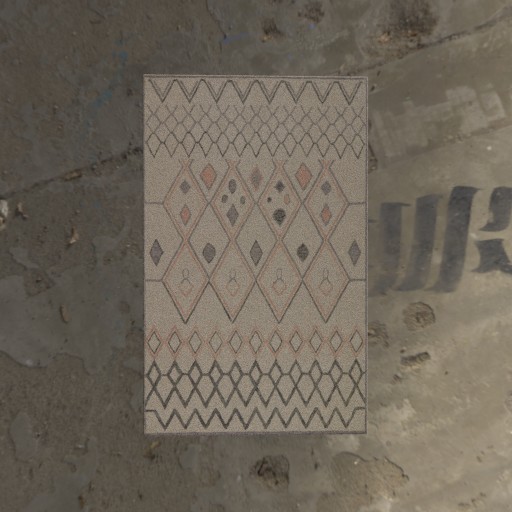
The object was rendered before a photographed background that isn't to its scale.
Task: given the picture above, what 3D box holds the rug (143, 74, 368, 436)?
[{"bbox_3d":[0.000,0.000,3.007,1.524,0.015,2.438,0,90,-1],"label":"rug"}]
